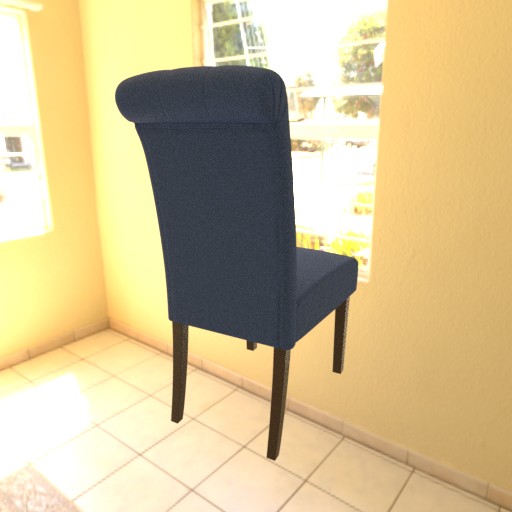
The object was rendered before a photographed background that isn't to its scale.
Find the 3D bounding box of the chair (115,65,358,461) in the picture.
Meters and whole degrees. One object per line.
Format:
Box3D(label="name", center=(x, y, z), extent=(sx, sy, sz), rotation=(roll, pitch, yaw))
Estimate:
Box3D(label="chair", center=(0.000, 0.000, 1.345), extent=(0.456, 1.006, 0.671), rotation=(9, 19, 27))
